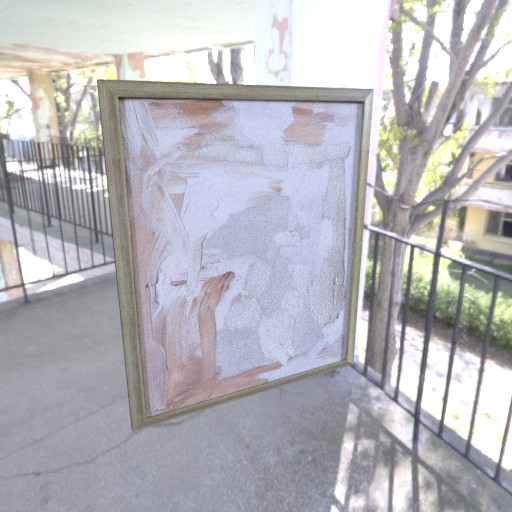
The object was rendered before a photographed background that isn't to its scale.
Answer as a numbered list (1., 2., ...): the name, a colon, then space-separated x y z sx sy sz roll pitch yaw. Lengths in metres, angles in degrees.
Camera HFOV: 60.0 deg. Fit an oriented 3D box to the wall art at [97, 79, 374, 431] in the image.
1. wall art: 0.000 0.000 0.915 0.559 0.660 0.018 -9 19 -26
